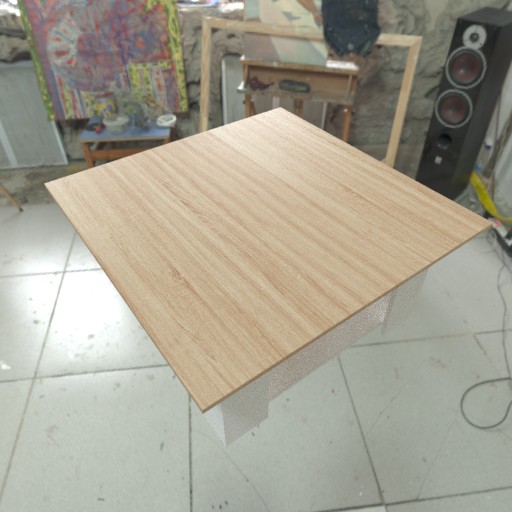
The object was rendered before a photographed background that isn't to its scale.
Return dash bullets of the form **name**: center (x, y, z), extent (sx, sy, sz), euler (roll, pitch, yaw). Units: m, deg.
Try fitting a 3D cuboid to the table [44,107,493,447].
- **table**: center (0.000, 0.000, 1.030), extent (0.670, 0.305, 0.670), euler (-26, 49, -26)
